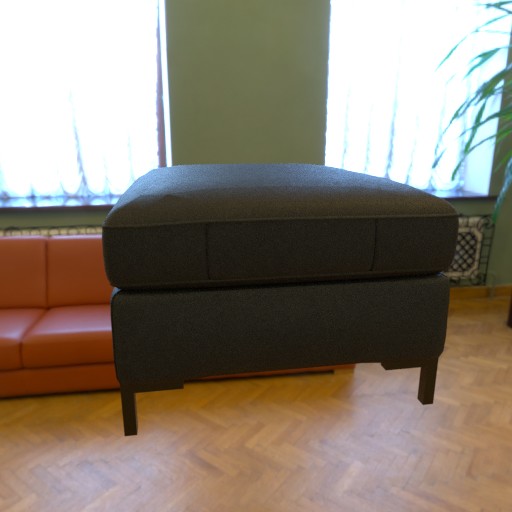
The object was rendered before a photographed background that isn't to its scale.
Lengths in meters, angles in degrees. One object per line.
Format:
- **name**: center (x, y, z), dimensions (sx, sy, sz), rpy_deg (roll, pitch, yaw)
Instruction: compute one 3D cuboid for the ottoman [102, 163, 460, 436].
- **ottoman**: center (0.000, 0.000, 1.760), dimensions (0.967, 0.696, 1.187), rpy_deg (-3, 16, -9)
